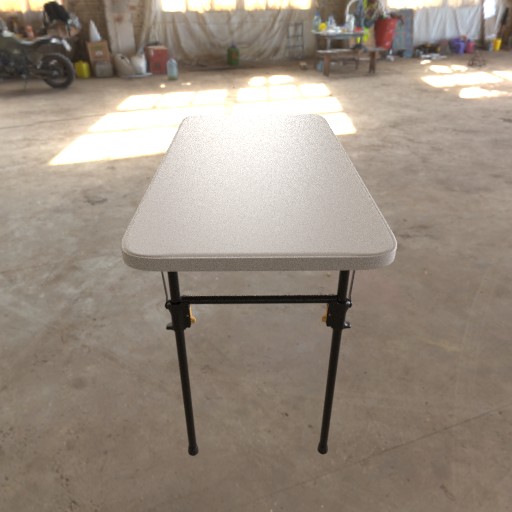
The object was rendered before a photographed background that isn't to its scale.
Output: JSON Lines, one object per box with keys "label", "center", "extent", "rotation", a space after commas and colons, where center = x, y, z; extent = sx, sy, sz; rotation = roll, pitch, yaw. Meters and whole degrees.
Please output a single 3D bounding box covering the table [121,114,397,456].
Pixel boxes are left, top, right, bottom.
{"label": "table", "center": [0.000, 0.000, 1.619], "extent": [0.610, 0.729, 1.219], "rotation": [0, 31, -1]}
